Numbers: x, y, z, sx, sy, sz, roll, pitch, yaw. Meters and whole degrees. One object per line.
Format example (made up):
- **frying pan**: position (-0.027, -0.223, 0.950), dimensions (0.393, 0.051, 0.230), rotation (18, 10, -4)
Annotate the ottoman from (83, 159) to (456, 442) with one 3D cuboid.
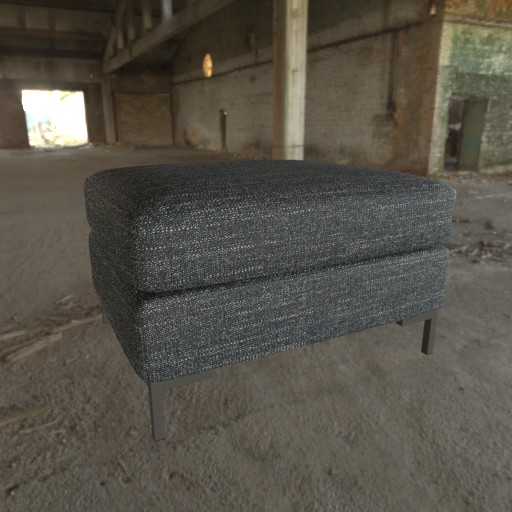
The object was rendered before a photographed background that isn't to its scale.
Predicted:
- **ottoman**: position (0.000, 0.000, 1.225), dimensions (0.814, 0.491, 0.667), rotation (-8, 19, -26)
